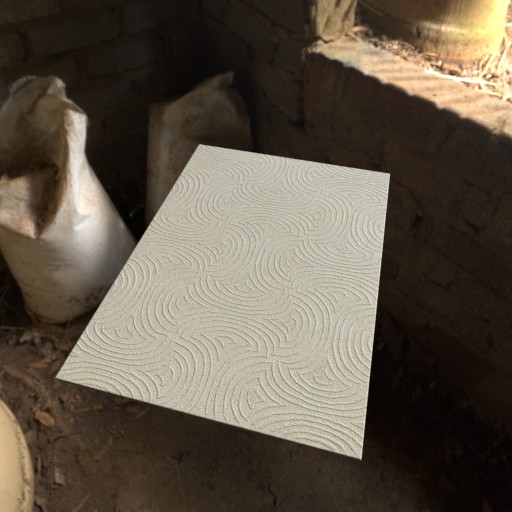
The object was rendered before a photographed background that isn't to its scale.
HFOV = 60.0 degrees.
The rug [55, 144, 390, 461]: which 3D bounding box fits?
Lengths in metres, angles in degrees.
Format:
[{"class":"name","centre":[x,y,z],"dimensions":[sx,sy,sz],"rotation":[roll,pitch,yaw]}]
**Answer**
[{"class":"rug","centre":[0.000,0.000,2.784],"dimensions":[1.526,0.015,2.132],"rotation":[11,49,10]}]
